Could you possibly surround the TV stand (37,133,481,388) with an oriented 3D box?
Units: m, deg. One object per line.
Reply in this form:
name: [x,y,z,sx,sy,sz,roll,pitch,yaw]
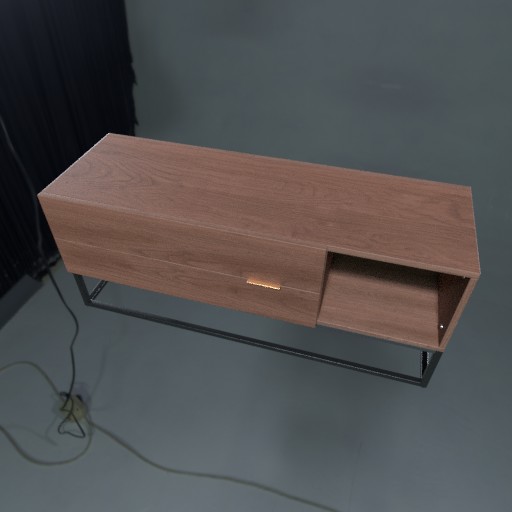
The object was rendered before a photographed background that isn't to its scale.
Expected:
TV stand: [0.000,0.000,1.455,1.200,0.500,0.415,11,43,12]
